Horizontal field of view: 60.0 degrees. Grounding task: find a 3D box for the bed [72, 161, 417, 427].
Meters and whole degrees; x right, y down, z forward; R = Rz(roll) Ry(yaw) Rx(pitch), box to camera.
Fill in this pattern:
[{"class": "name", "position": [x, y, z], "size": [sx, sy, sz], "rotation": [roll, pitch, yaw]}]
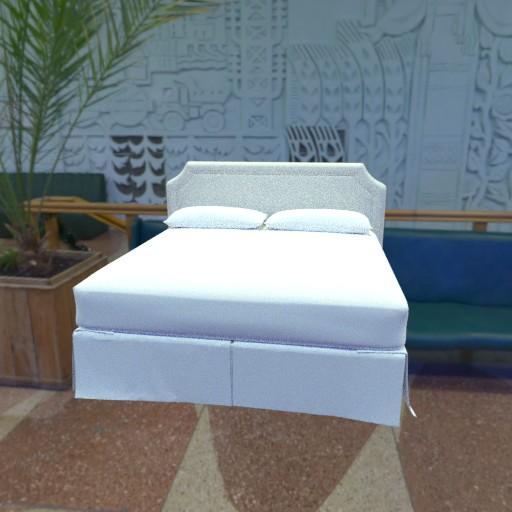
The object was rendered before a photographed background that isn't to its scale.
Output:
[{"class": "bed", "position": [0.000, 0.000, 3.440], "size": [2.160, 1.301, 2.204], "rotation": [2, 16, 9]}]
